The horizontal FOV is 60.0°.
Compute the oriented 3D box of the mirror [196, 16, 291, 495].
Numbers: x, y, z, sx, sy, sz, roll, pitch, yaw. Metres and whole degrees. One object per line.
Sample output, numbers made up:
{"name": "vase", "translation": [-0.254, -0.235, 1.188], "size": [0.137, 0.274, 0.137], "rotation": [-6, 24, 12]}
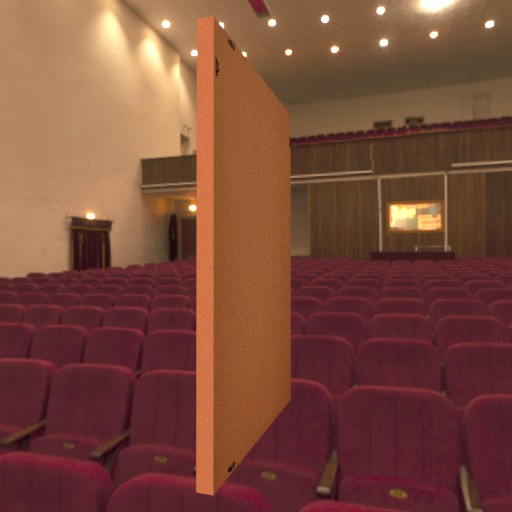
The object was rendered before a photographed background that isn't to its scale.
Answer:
{"name": "mirror", "translation": [0.000, 0.000, 1.139], "size": [0.041, 0.915, 0.609], "rotation": [0, -1, 18]}
